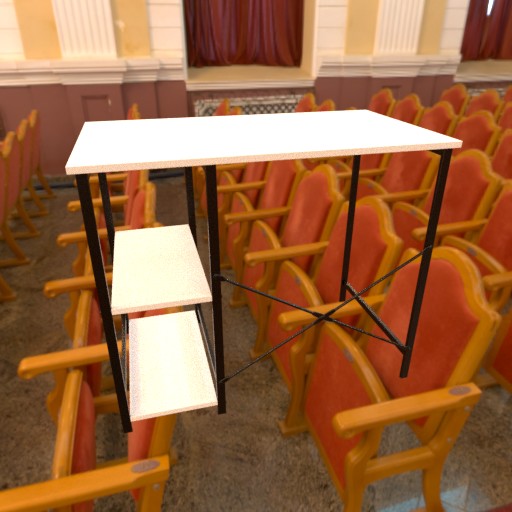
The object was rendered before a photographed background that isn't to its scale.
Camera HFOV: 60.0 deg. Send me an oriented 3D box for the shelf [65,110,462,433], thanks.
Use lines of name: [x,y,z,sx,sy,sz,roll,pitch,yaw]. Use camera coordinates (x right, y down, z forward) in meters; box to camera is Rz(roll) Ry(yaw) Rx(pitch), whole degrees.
shelf: [0.000,0.000,1.352,0.902,0.750,0.498,-7,28,-13]
